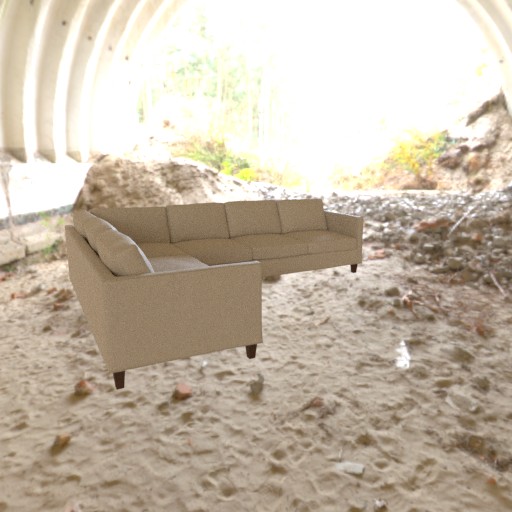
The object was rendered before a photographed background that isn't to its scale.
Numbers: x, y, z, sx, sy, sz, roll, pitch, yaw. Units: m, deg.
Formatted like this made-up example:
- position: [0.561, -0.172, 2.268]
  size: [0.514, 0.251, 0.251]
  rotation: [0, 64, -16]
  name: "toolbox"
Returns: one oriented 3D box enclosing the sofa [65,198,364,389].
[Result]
- position: [0.000, 0.000, 4.262]
  size: [3.182, 0.863, 2.432]
  rotation: [-6, 14, -27]
  name: "sofa"
